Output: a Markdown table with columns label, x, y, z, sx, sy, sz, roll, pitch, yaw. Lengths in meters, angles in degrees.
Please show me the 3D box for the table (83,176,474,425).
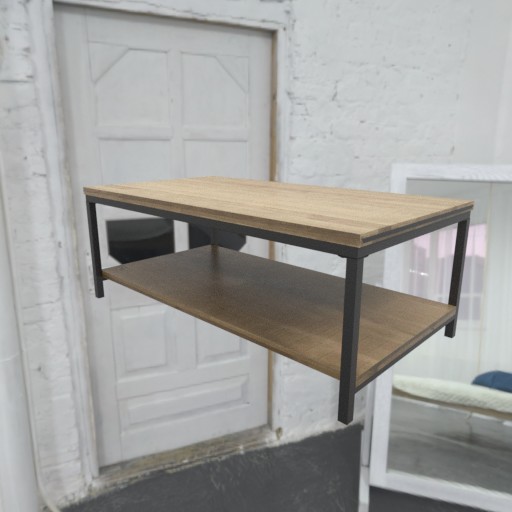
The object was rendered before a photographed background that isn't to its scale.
| label | x | y | z | sx | sy | sz | roll | pitch | yaw |
| --- | --- | --- | --- | --- | --- | --- | --- | --- | --- |
| table | 0.000 | 0.000 | 1.387 | 1.062 | 0.393 | 0.574 | 14 | 21 | 42 |
